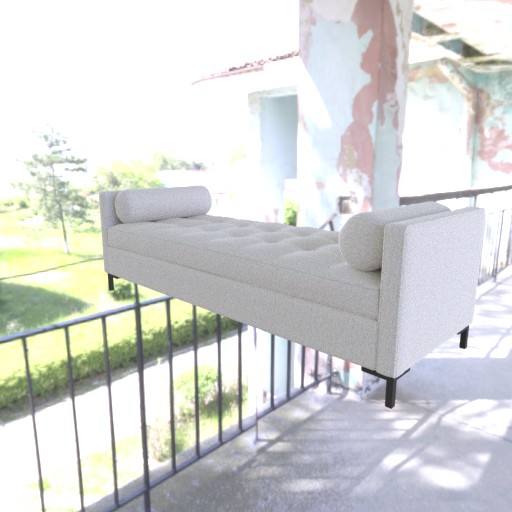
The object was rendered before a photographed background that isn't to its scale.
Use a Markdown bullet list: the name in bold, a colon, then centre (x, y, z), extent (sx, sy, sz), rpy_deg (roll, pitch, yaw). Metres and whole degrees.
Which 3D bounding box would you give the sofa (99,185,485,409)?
- **sofa**: centre (0.000, 0.000, 2.323), extent (1.985, 0.641, 0.746), rpy_deg (12, 17, 43)
